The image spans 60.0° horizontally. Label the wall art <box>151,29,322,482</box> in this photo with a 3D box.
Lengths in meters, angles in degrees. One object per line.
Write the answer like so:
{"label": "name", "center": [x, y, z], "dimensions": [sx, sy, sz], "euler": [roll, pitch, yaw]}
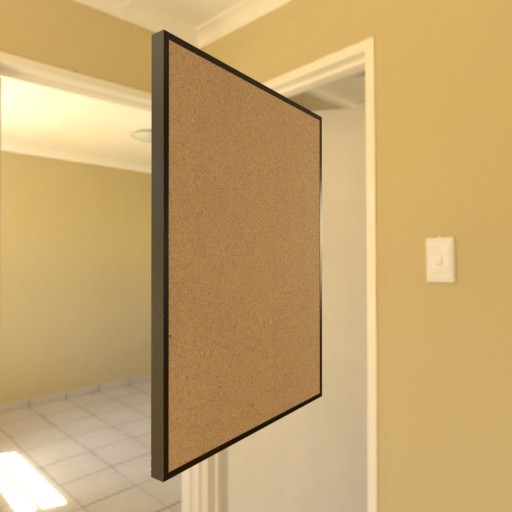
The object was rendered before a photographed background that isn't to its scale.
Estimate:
{"label": "wall art", "center": [0.000, 0.000, 1.355], "dimensions": [0.043, 1.046, 0.788], "euler": [0, 0, 36]}
